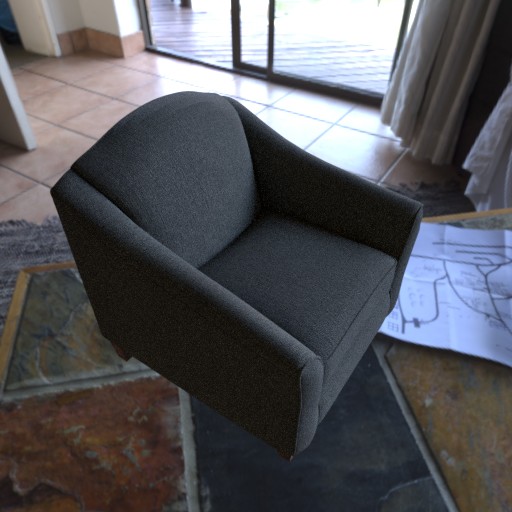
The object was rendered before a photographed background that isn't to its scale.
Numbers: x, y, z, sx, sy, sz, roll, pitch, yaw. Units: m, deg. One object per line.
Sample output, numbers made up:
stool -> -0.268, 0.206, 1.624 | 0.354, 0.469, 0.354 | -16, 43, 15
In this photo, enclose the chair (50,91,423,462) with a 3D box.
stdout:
chair -> 0.000, 0.000, 1.389 | 0.787, 0.839, 0.763 | 25, 47, 26
